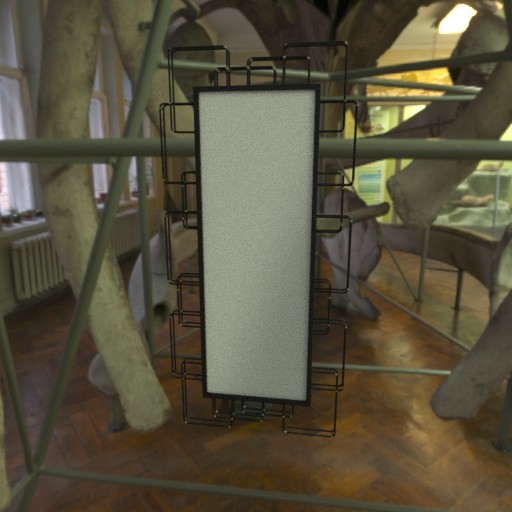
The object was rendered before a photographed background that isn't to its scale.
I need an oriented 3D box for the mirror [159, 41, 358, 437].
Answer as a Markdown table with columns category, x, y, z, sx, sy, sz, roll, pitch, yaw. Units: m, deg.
| category | x | y | z | sx | sy | sz | roll | pitch | yaw |
| --- | --- | --- | --- | --- | --- | --- | --- | --- | --- |
| mirror | 0.000 | 0.000 | 1.358 | 0.565 | 1.192 | 0.037 | 2 | 14 | 9 |
